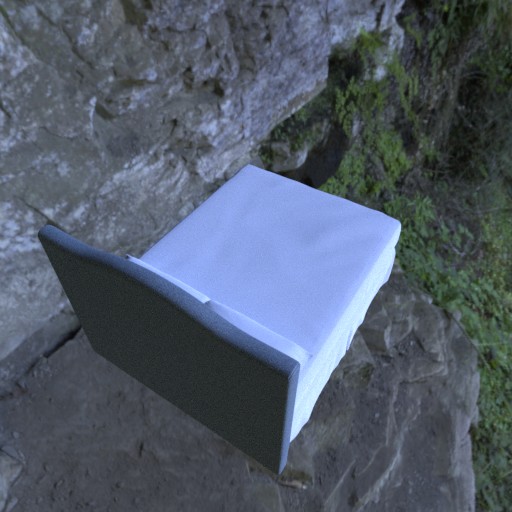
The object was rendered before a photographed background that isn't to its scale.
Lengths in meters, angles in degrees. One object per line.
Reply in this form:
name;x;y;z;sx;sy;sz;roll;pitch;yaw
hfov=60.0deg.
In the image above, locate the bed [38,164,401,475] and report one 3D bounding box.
bed;0.000;0.000;3.366;1.753;1.460;2.143;25;51;22
